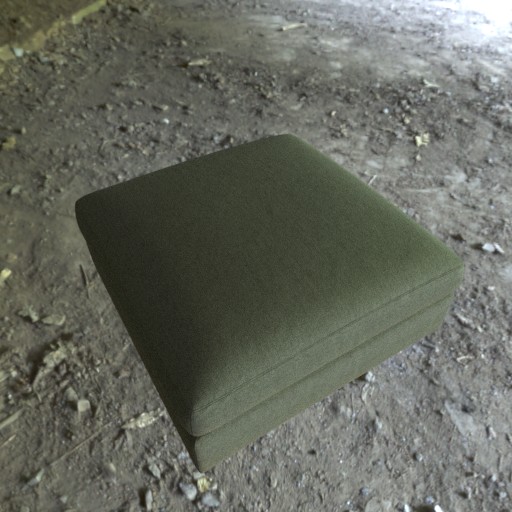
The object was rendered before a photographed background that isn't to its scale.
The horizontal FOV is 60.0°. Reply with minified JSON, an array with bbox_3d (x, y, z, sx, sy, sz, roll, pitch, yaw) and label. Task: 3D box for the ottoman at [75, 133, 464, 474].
[{"bbox_3d":[0.000,0.000,1.652,1.041,0.470,1.041,-23,49,-22],"label":"ottoman"}]
